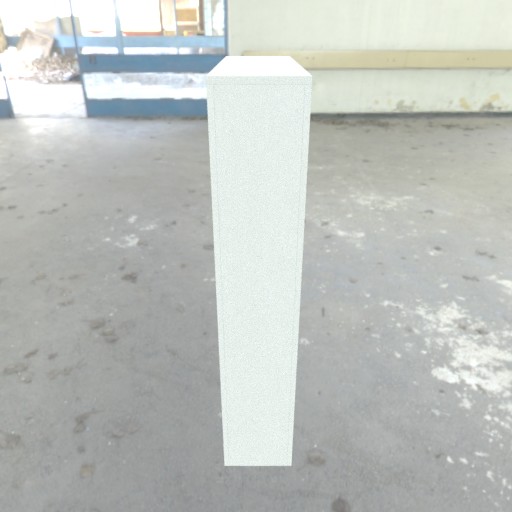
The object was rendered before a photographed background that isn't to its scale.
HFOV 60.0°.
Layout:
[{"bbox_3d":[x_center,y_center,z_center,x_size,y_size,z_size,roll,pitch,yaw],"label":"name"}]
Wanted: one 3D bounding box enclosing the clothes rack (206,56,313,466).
[{"bbox_3d":[0.000,0.000,1.603,0.250,1.280,0.750,0,27,0],"label":"clothes rack"}]
